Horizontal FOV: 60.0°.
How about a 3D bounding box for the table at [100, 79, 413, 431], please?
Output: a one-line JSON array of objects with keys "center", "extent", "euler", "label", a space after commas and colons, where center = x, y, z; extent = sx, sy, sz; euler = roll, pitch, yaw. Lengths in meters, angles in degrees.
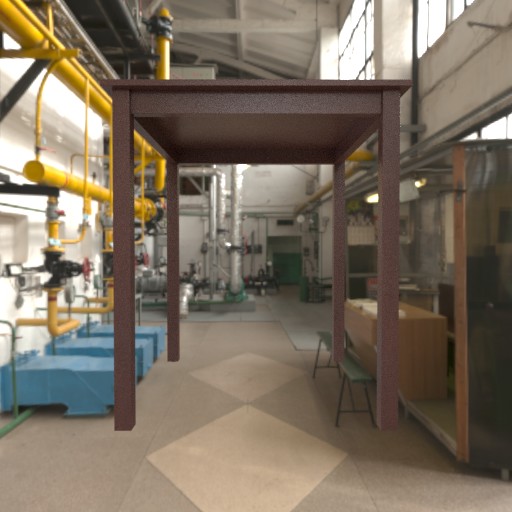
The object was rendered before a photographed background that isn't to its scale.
[{"center": [0.000, 0.000, 1.661], "extent": [0.861, 0.991, 0.861], "euler": [0, 1, 0], "label": "table"}]
